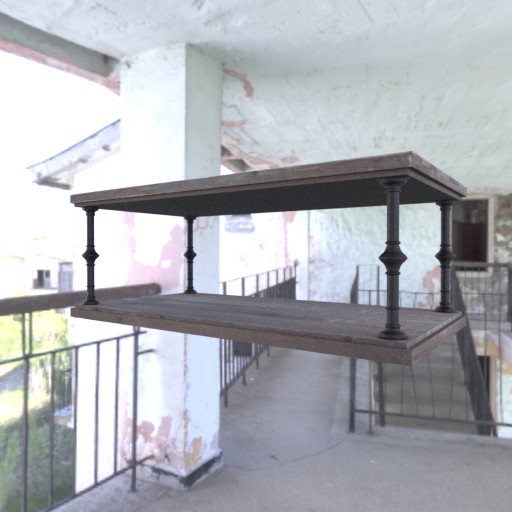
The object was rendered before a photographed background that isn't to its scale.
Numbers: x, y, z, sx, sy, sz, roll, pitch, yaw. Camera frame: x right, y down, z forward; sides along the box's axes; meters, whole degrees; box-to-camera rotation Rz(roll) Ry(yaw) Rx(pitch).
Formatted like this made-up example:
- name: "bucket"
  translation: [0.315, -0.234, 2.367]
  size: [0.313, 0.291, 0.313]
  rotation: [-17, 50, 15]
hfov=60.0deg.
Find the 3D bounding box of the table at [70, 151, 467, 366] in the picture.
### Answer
- name: "table"
  translation: [0.000, 0.000, 1.358]
  size: [1.088, 0.399, 0.554]
  rotation: [0, 1, 35]
